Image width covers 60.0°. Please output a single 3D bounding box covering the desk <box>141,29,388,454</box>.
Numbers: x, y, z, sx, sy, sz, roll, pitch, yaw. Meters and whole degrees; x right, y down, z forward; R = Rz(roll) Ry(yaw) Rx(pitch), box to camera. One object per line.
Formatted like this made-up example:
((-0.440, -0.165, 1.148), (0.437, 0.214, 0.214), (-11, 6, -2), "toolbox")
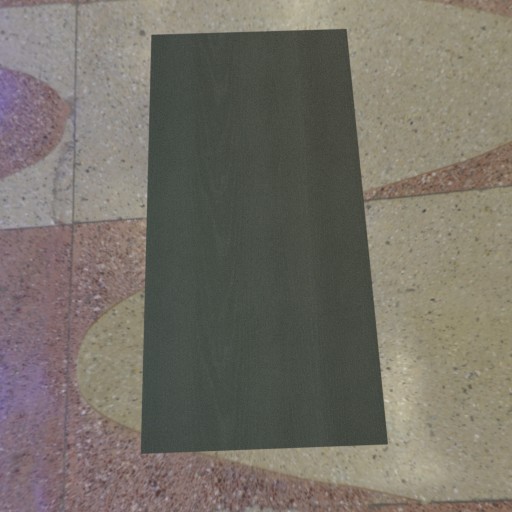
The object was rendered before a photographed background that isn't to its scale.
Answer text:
((0.000, 0.000, 1.381), (0.499, 0.762, 0.991), (-2, 76, 0), "desk")
